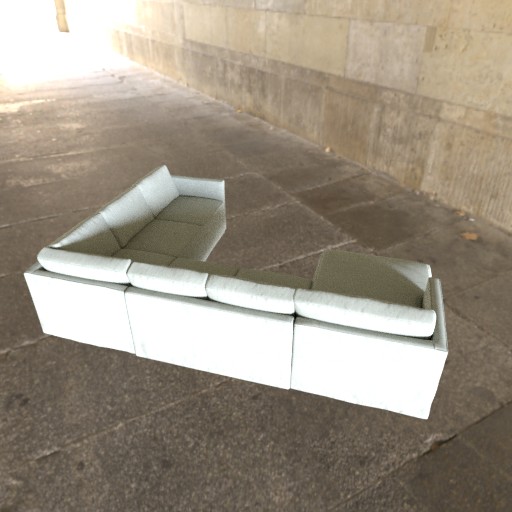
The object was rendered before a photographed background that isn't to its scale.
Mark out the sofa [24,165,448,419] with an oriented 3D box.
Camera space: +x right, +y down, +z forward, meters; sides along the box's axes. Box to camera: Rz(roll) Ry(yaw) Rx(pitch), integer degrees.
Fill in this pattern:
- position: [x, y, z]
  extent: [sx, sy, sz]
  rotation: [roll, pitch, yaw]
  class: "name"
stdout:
- position: [0.000, 0.000, 4.471]
  extent: [3.434, 0.869, 2.440]
  rotation: [9, 33, 14]
  class: "sofa"
